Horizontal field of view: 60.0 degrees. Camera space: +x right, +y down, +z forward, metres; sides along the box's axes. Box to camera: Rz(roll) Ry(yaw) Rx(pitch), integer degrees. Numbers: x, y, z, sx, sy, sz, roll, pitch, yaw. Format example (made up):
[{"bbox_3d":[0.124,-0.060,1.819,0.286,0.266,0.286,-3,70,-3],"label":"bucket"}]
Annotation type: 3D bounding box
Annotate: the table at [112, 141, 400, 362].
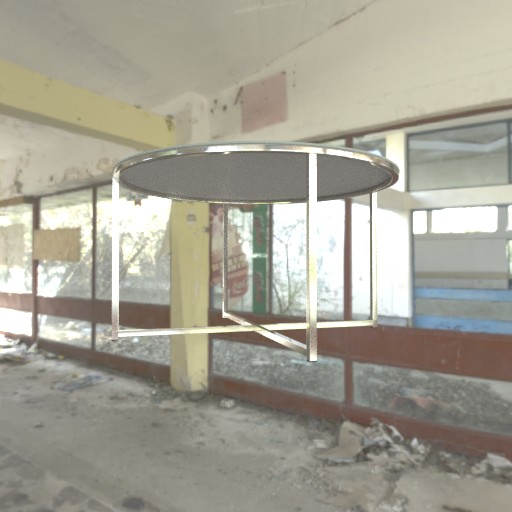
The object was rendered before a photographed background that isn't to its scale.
[{"bbox_3d":[0.000,0.000,1.292,0.800,0.450,0.800,0,-1,0],"label":"table"}]
